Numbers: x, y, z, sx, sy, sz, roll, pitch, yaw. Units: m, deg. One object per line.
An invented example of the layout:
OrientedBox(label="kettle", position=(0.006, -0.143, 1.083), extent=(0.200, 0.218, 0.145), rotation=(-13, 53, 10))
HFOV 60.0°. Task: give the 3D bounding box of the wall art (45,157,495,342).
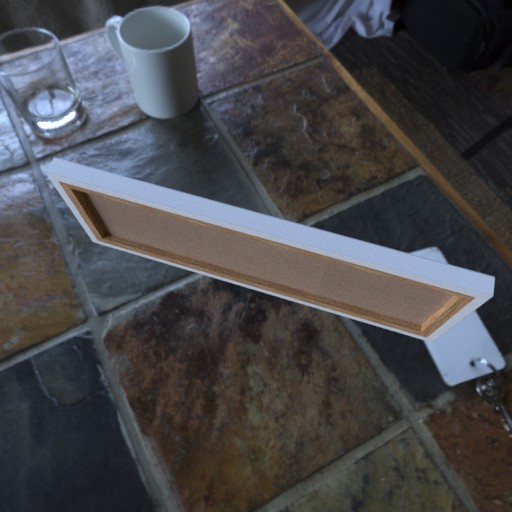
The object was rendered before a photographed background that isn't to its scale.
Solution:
OrientedBox(label="wall art", position=(0.000, 0.000, 0.846), extent=(0.766, 0.256, 0.036), rotation=(16, 64, 8))
